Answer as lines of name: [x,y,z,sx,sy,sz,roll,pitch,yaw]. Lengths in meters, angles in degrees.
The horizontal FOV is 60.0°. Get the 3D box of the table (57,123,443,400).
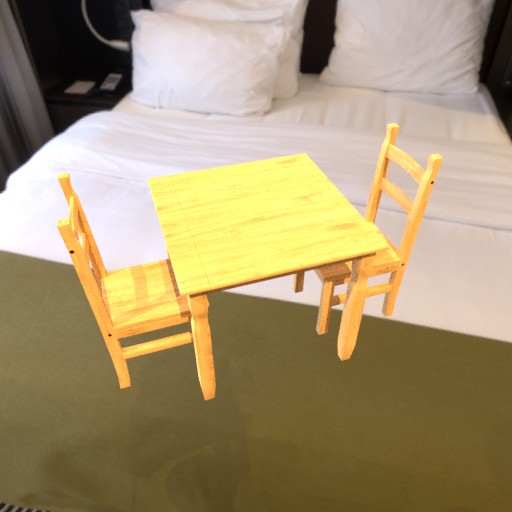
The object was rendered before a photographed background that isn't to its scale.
table: [0.000,0.000,2.072,1.501,0.942,0.813,-12,42,-14]
